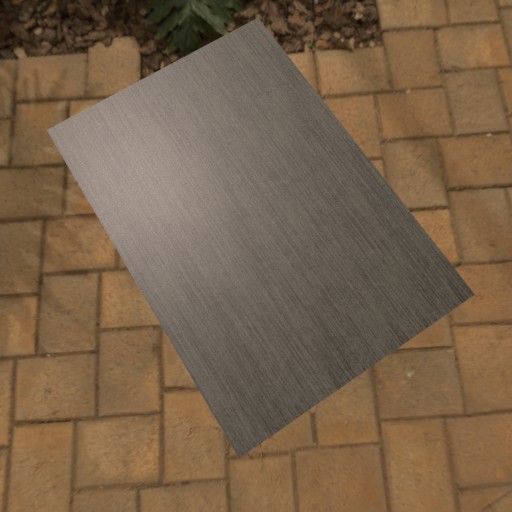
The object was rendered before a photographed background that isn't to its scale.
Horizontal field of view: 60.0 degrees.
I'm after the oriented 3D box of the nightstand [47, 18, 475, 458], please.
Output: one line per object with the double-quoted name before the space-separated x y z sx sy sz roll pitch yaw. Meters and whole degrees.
"nightstand" 0.000 0.000 0.739 0.325 0.460 0.441 -32 77 -8
